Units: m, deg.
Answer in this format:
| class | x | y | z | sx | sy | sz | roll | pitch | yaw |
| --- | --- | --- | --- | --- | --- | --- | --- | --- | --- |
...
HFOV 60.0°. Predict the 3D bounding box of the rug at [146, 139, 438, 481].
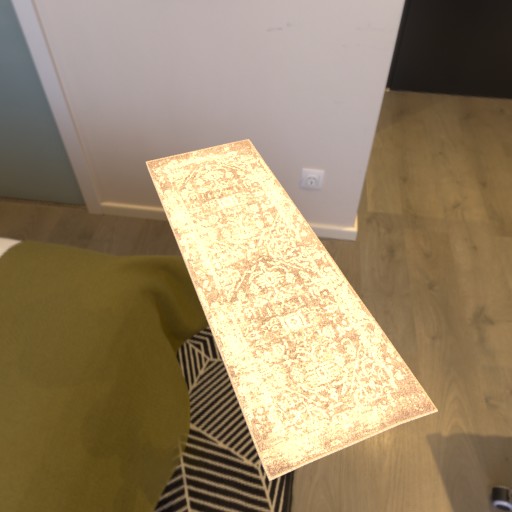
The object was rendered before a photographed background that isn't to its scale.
| class | x | y | z | sx | sy | sz | roll | pitch | yaw |
| --- | --- | --- | --- | --- | --- | --- | --- | --- | --- |
| rug | 0.000 | 0.000 | 2.725 | 0.855 | 0.017 | 2.452 | -16 | 49 | -15 |
